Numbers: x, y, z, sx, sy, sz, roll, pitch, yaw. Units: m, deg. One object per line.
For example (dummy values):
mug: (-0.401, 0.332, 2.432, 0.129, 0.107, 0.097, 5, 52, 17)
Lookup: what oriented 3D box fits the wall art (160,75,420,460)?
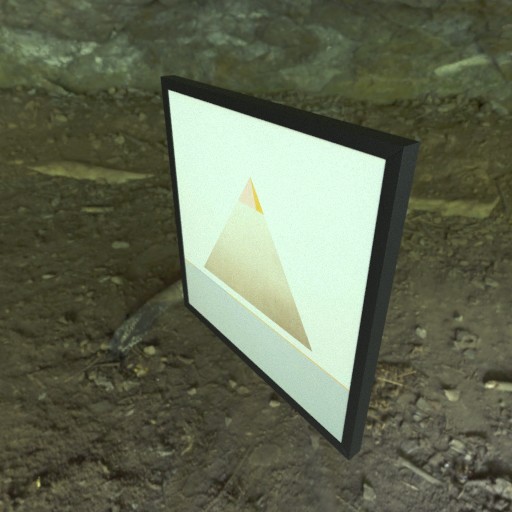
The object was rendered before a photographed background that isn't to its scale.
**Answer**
wall art: (0.000, 0.000, 0.755, 0.028, 0.511, 0.513, -22, 38, -32)
